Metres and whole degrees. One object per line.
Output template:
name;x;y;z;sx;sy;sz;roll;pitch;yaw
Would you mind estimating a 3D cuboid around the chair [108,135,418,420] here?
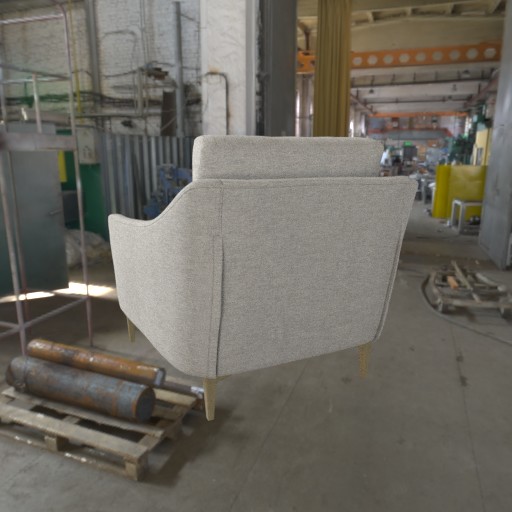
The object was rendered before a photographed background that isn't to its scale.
chair;0.000;0.000;1.753;0.986;0.902;0.961;-6;15;-25
